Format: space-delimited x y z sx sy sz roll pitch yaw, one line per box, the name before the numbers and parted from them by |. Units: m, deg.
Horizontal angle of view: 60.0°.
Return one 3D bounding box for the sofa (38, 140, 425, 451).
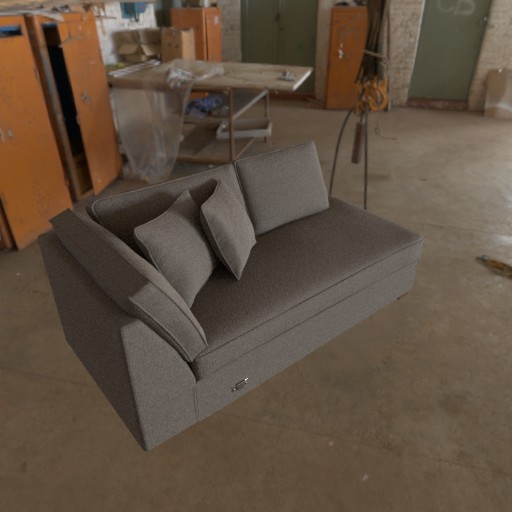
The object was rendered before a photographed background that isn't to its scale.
sofa | 0.000 0.000 2.833 2.237 1.033 1.110 -23 37 -33
